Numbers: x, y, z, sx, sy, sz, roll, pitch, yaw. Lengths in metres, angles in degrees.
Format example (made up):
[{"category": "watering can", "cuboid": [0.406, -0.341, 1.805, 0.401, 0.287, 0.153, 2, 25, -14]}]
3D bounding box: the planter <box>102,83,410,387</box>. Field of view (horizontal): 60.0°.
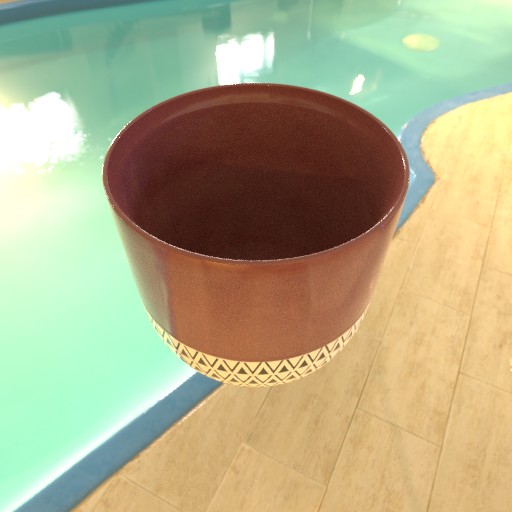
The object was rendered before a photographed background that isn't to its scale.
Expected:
[{"category": "planter", "cuboid": [0.000, 0.000, 0.490, 0.266, 0.270, 0.266, 0, 47, 0]}]
